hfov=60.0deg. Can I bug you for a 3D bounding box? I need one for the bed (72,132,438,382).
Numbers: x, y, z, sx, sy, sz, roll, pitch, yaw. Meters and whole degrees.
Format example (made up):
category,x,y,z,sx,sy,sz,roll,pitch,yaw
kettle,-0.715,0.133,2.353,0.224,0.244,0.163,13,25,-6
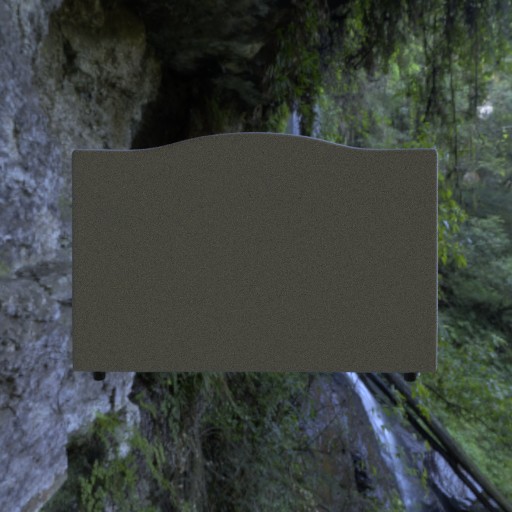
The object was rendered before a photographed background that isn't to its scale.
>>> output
category,x,y,z,sx,sy,sz,roll,pitch,yaw
bed,0.000,0.000,3.579,2.083,1.421,2.182,0,0,1
